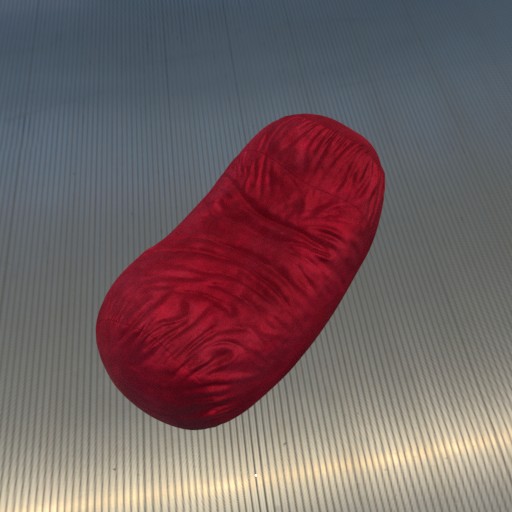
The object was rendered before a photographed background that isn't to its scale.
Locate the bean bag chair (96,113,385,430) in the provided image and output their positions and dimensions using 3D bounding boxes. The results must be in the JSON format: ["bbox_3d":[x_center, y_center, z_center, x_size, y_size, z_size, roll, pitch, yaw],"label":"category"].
[{"bbox_3d":[0.000,0.000,2.875,1.216,0.867,2.293,34,68,15],"label":"bean bag chair"}]
